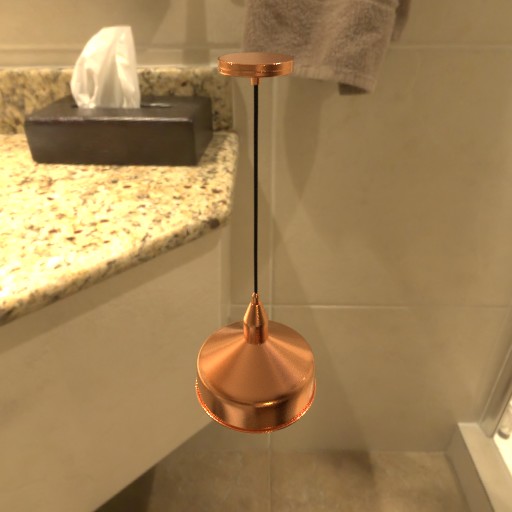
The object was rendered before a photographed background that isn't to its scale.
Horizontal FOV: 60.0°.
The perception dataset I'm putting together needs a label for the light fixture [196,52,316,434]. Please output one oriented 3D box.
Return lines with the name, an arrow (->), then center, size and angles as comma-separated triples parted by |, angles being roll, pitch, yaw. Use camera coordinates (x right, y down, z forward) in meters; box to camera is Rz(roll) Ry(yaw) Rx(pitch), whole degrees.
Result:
light fixture -> 0.000, 0.000, 0.914 | 0.301, 0.754, 0.301 | -22, 38, -30
